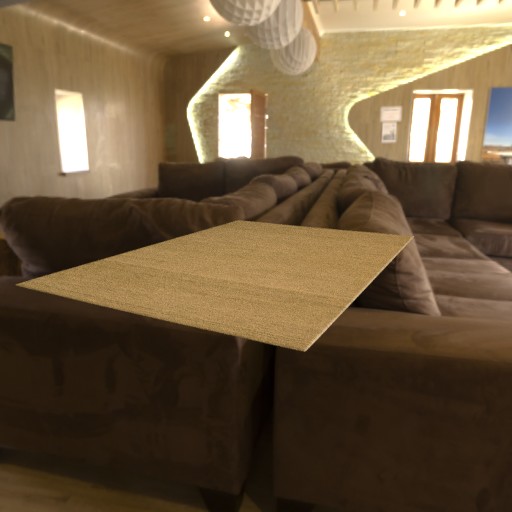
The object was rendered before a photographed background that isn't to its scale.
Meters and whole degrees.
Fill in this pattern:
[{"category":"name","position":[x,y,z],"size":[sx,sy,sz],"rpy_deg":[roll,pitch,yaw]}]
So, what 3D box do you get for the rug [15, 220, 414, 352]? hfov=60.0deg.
[{"category":"rug","position":[0.000,0.000,4.999],"size":[2.782,0.025,3.935],"rpy_deg":[7,16,27]}]
